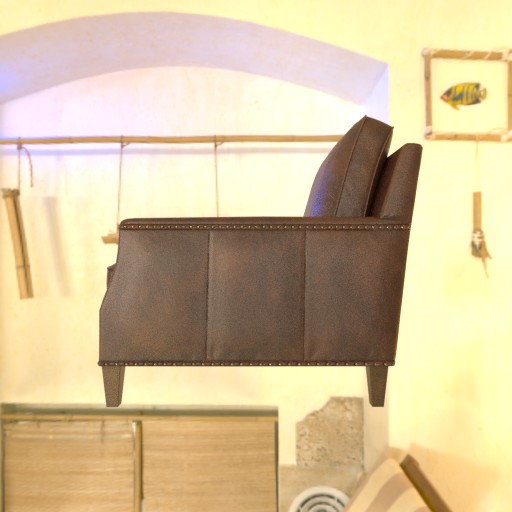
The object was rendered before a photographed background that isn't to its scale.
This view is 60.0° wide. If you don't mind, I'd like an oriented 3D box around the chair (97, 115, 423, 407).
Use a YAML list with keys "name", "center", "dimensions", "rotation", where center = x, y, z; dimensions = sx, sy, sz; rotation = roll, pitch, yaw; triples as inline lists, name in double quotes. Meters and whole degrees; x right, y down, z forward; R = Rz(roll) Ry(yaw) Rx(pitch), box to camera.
- name: "chair"
  center: [0.000, 0.000, 1.756]
  dimensions: [1.014, 0.929, 0.853]
  rotation: [0, 0, 0]
